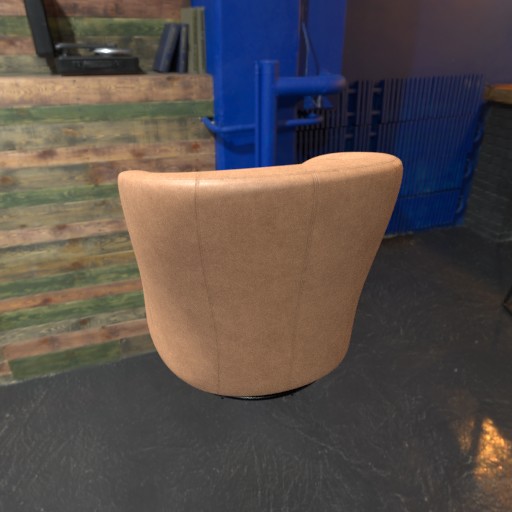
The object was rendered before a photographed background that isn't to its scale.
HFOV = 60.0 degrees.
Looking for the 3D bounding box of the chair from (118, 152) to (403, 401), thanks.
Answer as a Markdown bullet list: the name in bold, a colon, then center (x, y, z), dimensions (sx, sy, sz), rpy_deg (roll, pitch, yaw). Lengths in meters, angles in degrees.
- **chair**: center (0.000, 0.000, 1.446), dimensions (0.791, 0.771, 0.815), rpy_deg (-9, 28, -17)
